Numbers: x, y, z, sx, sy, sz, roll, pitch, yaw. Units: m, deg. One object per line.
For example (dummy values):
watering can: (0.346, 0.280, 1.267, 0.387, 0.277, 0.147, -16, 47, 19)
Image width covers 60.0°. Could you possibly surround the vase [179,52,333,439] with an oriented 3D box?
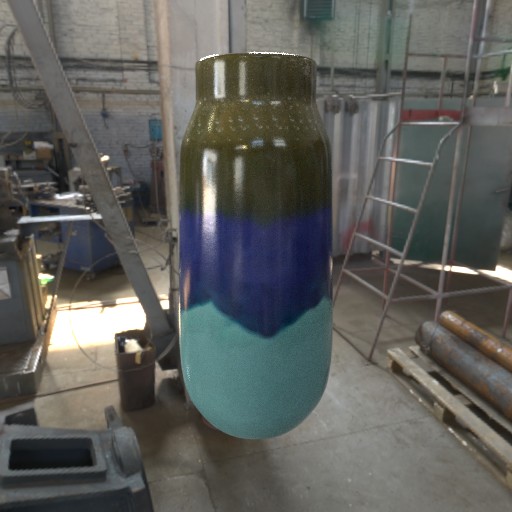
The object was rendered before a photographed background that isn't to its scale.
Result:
vase: (0.000, 0.000, 0.385, 0.139, 0.313, 0.139, 0, 16, 0)
